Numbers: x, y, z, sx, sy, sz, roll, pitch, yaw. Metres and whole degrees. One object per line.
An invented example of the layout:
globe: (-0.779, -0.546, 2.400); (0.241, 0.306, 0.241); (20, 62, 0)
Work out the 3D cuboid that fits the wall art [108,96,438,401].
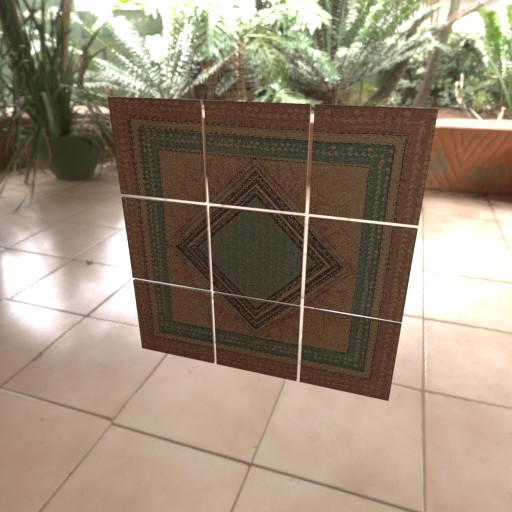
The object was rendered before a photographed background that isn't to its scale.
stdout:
wall art: (0.000, 0.000, 1.384); (0.915, 0.914, 0.013); (8, 27, 16)
